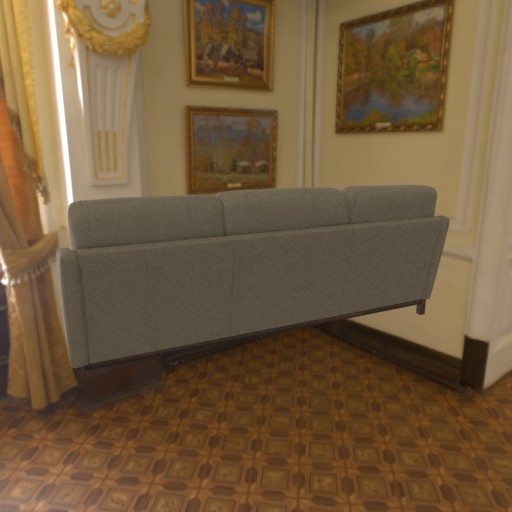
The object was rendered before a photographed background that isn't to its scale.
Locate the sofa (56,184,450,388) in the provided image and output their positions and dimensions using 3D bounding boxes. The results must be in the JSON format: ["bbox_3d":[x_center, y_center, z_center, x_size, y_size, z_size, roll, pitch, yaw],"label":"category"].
[{"bbox_3d":[0.000,0.000,2.857,2.344,0.926,0.987,-7,16,-25],"label":"sofa"}]
